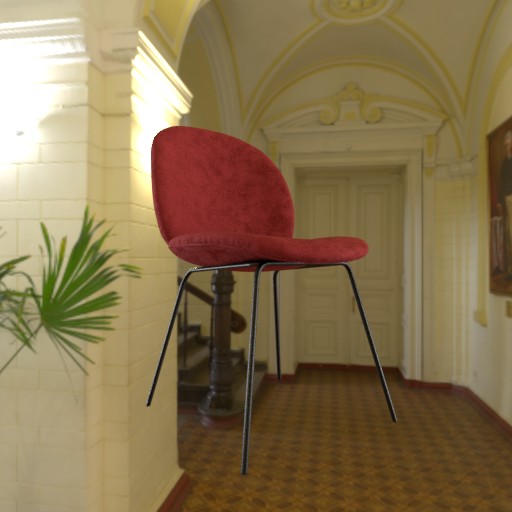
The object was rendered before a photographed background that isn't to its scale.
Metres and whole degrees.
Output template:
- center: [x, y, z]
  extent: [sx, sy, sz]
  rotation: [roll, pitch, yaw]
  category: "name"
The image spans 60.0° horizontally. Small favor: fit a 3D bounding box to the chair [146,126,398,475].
- center: [0.000, 0.000, 1.152]
  extent: [0.458, 0.791, 0.587]
  rotation: [0, 0, -36]
  category: "chair"
